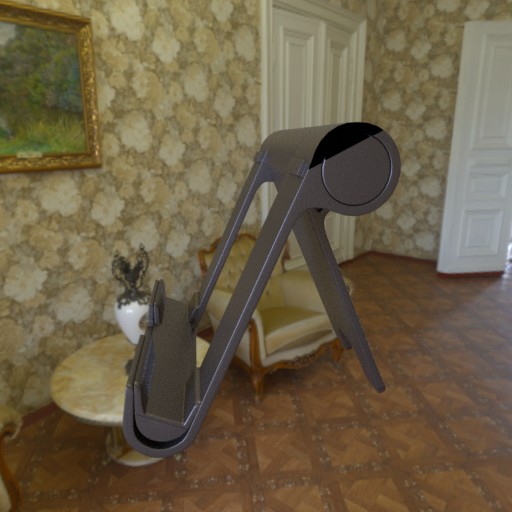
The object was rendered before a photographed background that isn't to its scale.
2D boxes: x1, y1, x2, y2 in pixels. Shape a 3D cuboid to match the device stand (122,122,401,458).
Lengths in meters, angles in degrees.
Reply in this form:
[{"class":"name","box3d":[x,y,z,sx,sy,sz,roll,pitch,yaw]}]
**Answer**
[{"class":"device stand","box3d":[0.000,0.000,0.149,0.079,0.084,0.088,-2,15,-7]}]
